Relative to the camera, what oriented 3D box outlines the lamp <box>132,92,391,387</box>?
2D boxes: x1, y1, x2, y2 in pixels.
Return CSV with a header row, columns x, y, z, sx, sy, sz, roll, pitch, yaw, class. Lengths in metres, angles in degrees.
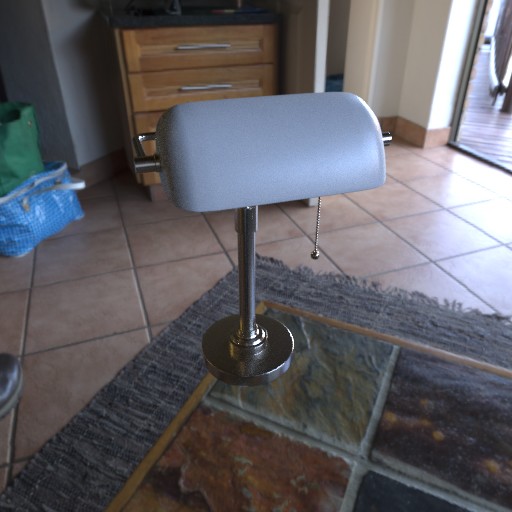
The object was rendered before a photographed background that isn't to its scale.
x,y,z,sx,sy,sz,roll,pitch,yaw,class
0.000,0.000,0.564,0.269,0.404,0.227,-10,32,-16,lamp
